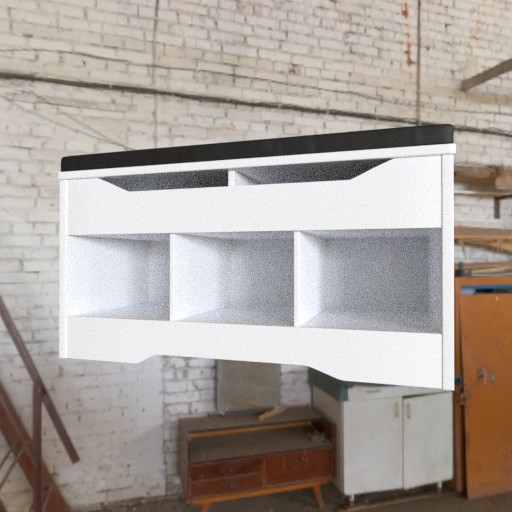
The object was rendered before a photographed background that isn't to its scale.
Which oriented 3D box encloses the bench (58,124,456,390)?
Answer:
[{"bbox_3d":[0.000,0.000,1.140,0.899,0.500,0.401,0,0,18],"label":"bench"}]
